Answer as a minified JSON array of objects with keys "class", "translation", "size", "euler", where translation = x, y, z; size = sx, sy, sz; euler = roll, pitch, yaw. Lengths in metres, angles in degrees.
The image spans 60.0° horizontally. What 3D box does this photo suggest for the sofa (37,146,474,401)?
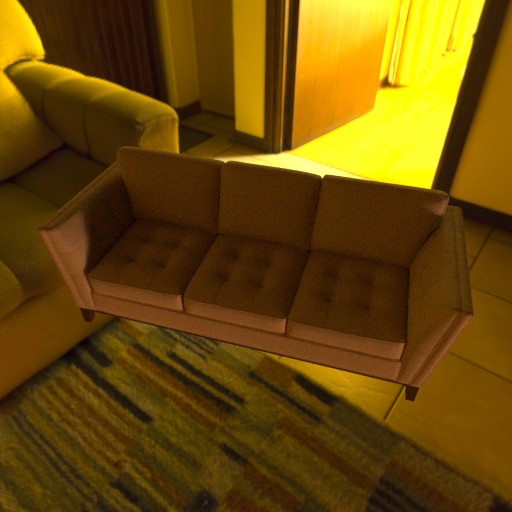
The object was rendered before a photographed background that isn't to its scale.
[{"class":"sofa","translation":[0.000,0.000,2.849],"size":[2.388,0.940,0.965],"euler":[11,41,13]}]
